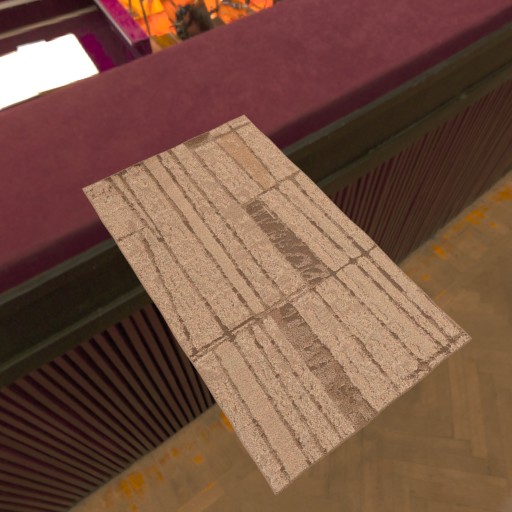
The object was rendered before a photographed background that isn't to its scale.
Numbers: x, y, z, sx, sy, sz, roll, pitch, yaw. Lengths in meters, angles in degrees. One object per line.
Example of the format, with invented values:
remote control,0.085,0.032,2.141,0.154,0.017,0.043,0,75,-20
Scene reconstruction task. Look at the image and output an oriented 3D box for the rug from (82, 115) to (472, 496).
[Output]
rug,0.000,0.000,1.049,0.515,0.007,0.867,-30,62,-18
